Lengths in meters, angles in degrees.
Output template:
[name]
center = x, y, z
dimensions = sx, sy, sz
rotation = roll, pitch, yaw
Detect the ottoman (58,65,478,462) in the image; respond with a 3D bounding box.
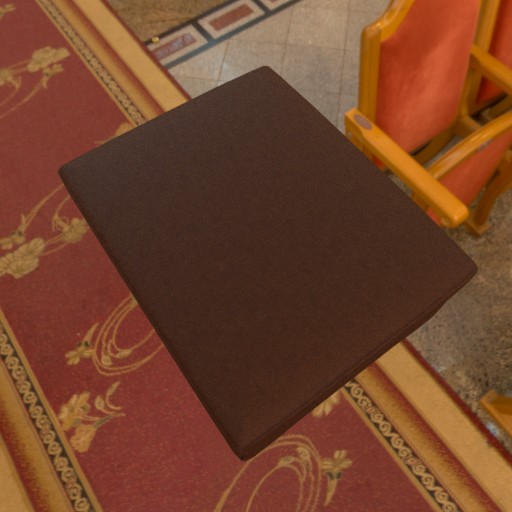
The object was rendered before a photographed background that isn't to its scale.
[ottoman]
center = 0.000, 0.000, 1.784
dimensions = 0.967, 0.730, 1.187
rotation = -32, 67, -15
